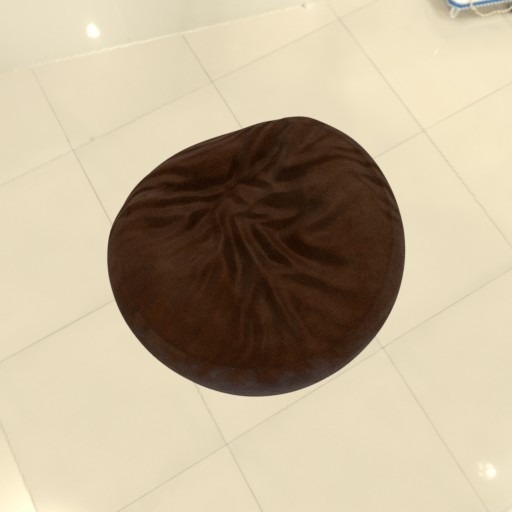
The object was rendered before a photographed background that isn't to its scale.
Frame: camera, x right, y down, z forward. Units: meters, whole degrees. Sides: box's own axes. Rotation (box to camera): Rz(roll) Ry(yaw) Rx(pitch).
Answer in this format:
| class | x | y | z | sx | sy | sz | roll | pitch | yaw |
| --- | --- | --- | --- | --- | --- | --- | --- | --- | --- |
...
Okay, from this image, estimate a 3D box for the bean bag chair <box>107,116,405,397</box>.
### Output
| class | x | y | z | sx | sy | sz | roll | pitch | yaw |
| --- | --- | --- | --- | --- | --- | --- | --- | --- | --- |
| bean bag chair | 0.000 | 0.000 | 1.512 | 0.918 | 0.616 | 0.918 | 0 | 75 | 0 |
